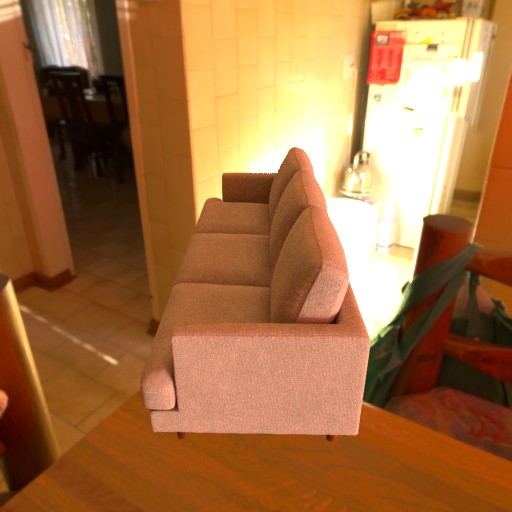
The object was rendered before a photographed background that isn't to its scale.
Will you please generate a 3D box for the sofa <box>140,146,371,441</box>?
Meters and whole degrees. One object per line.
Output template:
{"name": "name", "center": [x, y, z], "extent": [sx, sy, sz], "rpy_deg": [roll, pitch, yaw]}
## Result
{"name": "sofa", "center": [0.000, 0.000, 2.724], "extent": [0.903, 0.930, 2.246], "rpy_deg": [1, 26, 1]}
